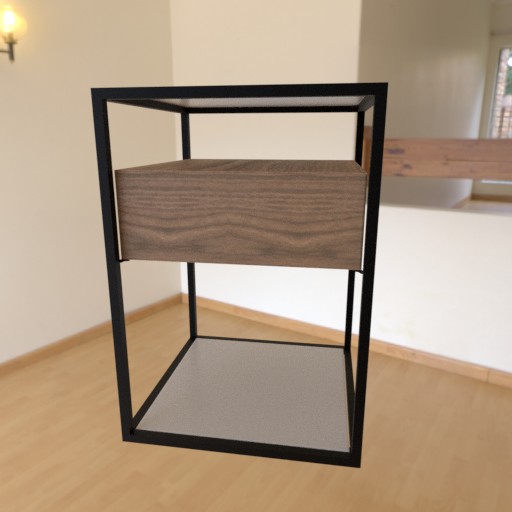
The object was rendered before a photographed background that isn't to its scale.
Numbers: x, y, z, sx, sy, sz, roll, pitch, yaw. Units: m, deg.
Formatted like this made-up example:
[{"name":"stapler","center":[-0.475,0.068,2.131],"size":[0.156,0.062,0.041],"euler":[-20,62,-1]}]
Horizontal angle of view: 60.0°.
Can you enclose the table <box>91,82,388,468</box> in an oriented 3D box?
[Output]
[{"name":"table","center":[0.000,0.000,0.801],"size":[0.378,0.540,0.378],"euler":[2,15,9]}]
